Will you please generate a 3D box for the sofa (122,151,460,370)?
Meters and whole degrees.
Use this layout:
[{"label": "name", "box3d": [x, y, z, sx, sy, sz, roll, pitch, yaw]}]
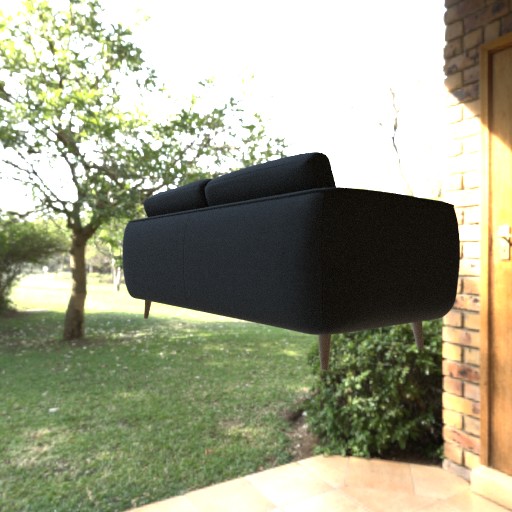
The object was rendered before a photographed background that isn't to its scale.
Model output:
[{"label": "sofa", "box3d": [0.000, 0.000, 2.530, 0.920, 0.850, 2.000, 0, 0, -37]}]
